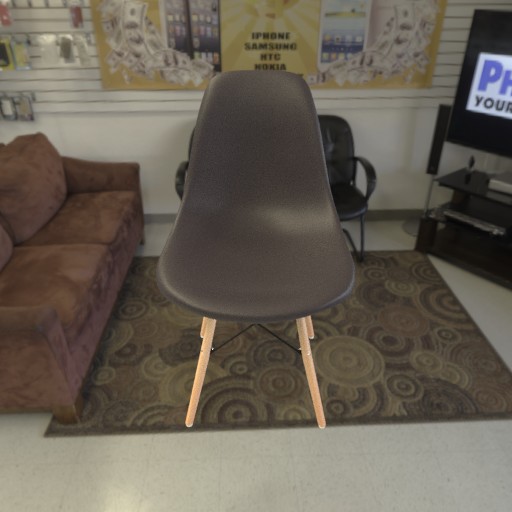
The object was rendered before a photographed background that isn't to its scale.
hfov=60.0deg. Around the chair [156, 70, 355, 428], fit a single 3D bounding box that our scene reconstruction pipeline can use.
[{"bbox_3d":[0.000,0.000,1.149,0.470,0.825,0.533,0,30,1],"label":"chair"}]
